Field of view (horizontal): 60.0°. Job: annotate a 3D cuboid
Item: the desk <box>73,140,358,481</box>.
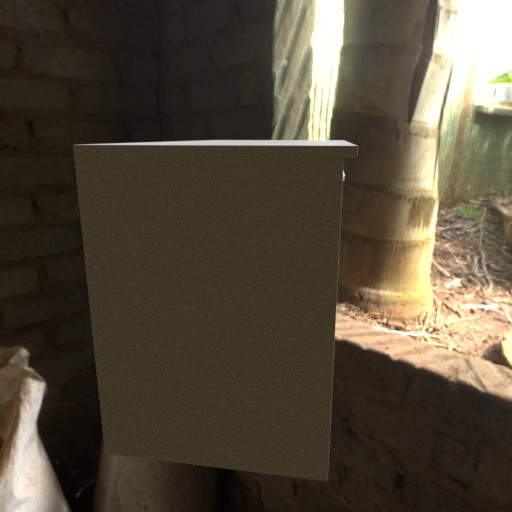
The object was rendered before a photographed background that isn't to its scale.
[{"bbox_3d":[0.000,0.000,1.463,0.560,0.730,1.100,3,15,9],"label":"desk"}]
